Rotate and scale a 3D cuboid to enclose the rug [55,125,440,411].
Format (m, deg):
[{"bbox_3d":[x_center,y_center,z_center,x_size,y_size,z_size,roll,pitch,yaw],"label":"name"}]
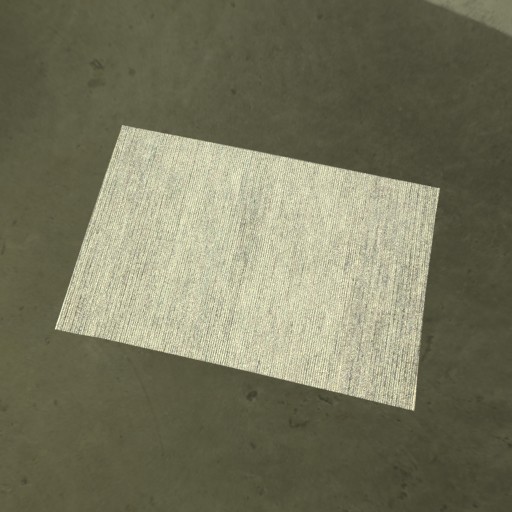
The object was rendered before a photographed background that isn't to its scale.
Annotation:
[{"bbox_3d":[0.000,0.000,2.283,1.789,0.021,1.159,12,76,3],"label":"rug"}]
